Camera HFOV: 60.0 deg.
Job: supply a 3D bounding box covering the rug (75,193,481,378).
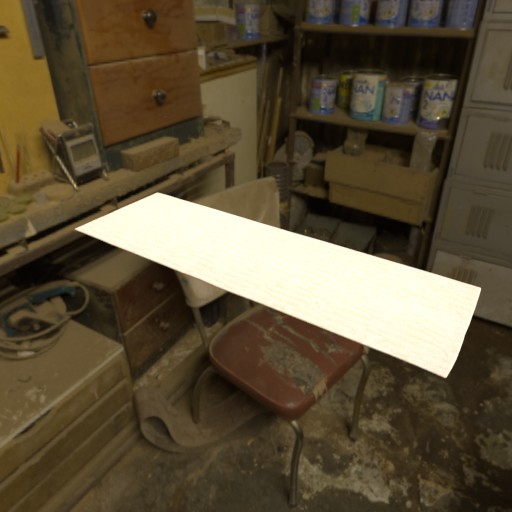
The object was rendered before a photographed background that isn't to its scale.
[{"bbox_3d":[0.000,0.000,2.710,2.450,0.014,0.793,19,35,29],"label":"rug"}]
